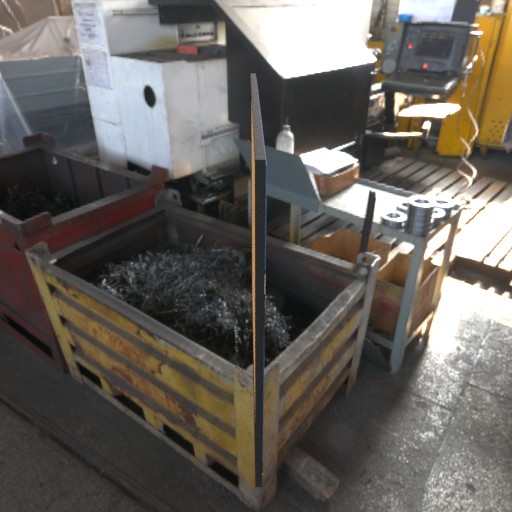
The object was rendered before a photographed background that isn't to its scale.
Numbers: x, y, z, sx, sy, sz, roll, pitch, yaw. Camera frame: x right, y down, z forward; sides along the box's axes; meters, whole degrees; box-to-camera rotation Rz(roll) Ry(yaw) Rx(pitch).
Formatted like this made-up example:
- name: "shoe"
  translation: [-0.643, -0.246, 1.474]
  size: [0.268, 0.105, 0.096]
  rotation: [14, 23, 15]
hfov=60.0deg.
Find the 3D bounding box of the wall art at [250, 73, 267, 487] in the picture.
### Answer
- name: "wall art"
  translation: [0.000, 0.000, 0.987]
  size: [0.015, 0.663, 0.664]
  rotation: [-1, 31, -1]
